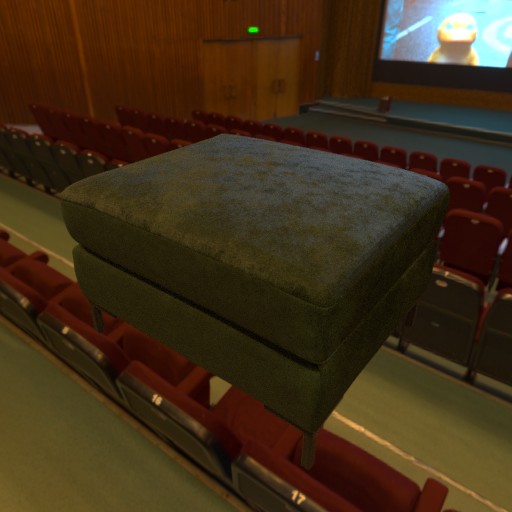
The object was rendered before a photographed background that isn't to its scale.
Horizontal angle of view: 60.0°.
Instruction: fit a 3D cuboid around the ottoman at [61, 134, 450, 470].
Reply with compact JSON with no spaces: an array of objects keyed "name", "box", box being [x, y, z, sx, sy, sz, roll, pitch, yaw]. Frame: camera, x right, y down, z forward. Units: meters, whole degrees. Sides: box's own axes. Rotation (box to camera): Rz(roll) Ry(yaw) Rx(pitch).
[{"name":"ottoman","box":[0.000,0.000,1.299,0.839,0.538,0.701,21,36,32]}]
